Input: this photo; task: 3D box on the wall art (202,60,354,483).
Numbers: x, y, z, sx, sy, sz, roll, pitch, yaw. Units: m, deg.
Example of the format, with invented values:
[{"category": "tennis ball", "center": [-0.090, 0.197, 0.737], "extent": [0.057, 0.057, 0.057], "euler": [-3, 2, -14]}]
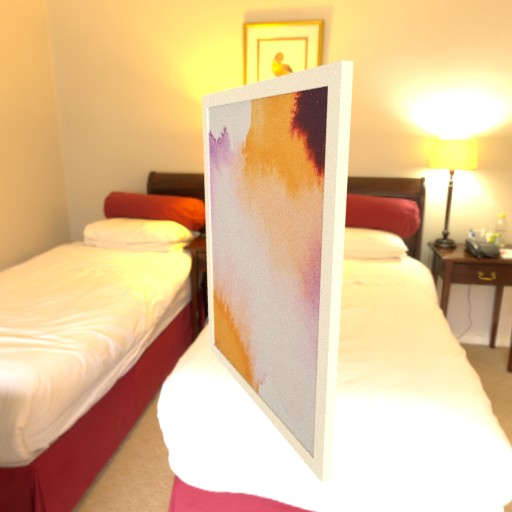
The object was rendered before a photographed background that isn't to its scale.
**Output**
[{"category": "wall art", "center": [0.000, 0.000, 0.626], "extent": [0.013, 0.456, 0.382], "euler": [-7, 16, -25]}]
